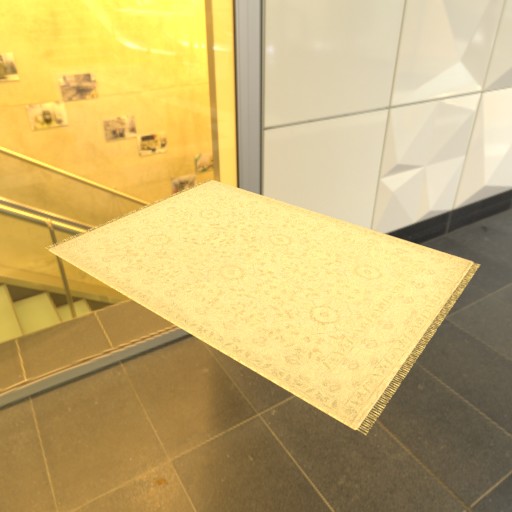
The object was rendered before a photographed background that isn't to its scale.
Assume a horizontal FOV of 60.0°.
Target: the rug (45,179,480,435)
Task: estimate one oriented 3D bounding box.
[{"bbox_3d":[0.000,0.000,2.739,2.233,0.011,1.514,22,38,32],"label":"rug"}]
